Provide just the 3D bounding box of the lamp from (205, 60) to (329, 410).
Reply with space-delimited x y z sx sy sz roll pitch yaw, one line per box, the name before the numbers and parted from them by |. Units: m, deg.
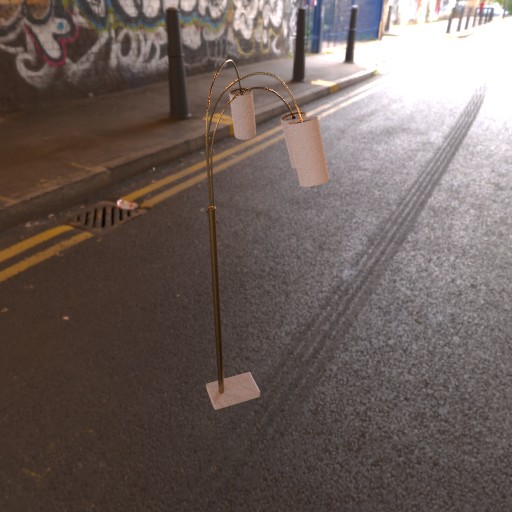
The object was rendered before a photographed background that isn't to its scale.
lamp | 0.000 0.000 2.579 0.667 2.055 1.020 -11 31 -18
